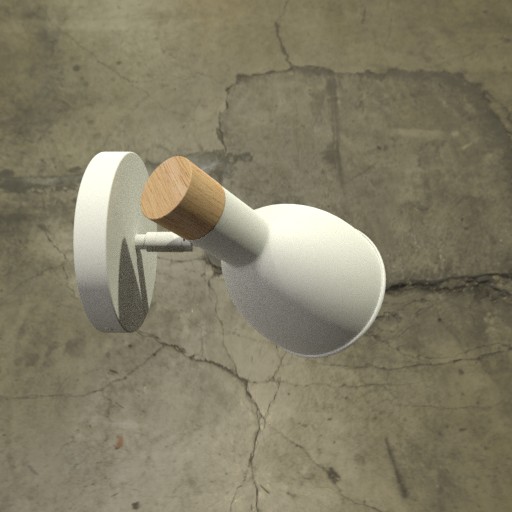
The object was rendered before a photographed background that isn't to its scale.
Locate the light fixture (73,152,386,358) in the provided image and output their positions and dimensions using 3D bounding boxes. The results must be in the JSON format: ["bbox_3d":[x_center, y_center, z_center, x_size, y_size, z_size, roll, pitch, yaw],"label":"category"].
[{"bbox_3d":[0.000,0.000,0.333,0.209,0.199,0.127,0,64,0],"label":"light fixture"}]
